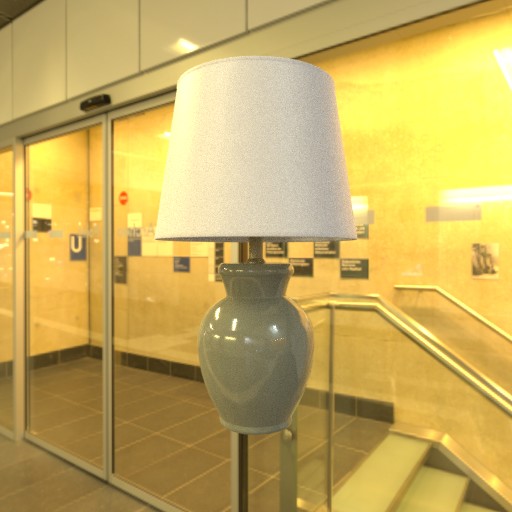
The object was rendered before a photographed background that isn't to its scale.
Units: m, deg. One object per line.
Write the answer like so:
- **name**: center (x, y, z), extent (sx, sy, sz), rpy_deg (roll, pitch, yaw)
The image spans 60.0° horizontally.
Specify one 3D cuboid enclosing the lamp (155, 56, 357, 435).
- **lamp**: center (0.000, 0.000, 0.536), extent (0.239, 0.399, 0.239), rpy_deg (0, 0, 0)
